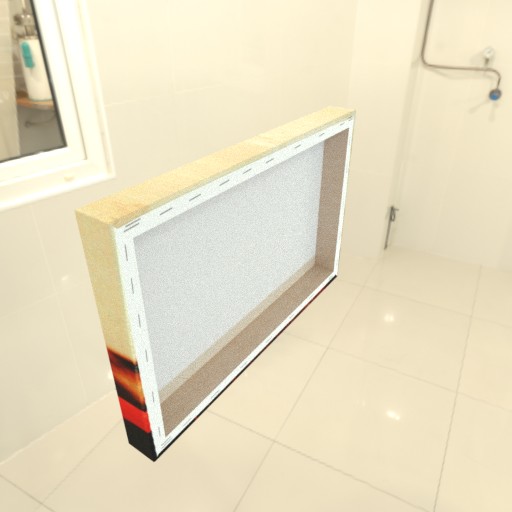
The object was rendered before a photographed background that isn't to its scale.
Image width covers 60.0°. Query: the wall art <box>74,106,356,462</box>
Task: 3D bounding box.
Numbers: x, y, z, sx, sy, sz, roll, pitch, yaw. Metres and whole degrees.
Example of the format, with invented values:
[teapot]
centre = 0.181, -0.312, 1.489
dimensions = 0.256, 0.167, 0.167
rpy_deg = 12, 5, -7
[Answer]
[wall art]
centre = 0.000, 0.000, 0.493
dimensions = 0.037, 0.251, 0.383
rpy_deg = 20, 37, 30
